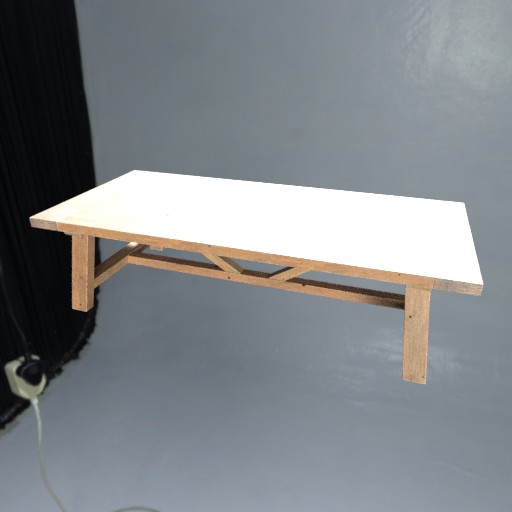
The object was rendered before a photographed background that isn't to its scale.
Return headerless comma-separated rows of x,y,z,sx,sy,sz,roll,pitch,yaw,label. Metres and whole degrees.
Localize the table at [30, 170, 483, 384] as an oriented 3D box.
0.000,0.000,2.113,1.800,0.465,0.820,9,27,17,table
